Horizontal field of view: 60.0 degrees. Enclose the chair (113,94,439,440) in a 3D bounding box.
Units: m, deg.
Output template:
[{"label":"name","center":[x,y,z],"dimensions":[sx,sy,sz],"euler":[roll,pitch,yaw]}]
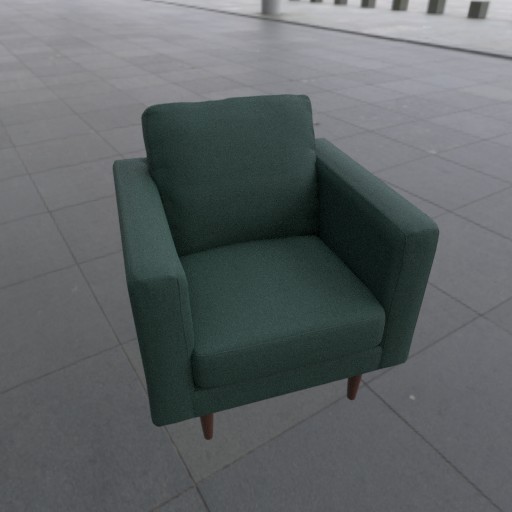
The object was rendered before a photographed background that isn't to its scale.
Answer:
[{"label":"chair","center":[0.000,0.000,1.522],"dimensions":[0.855,0.927,0.800],"euler":[-10,35,-15]}]
